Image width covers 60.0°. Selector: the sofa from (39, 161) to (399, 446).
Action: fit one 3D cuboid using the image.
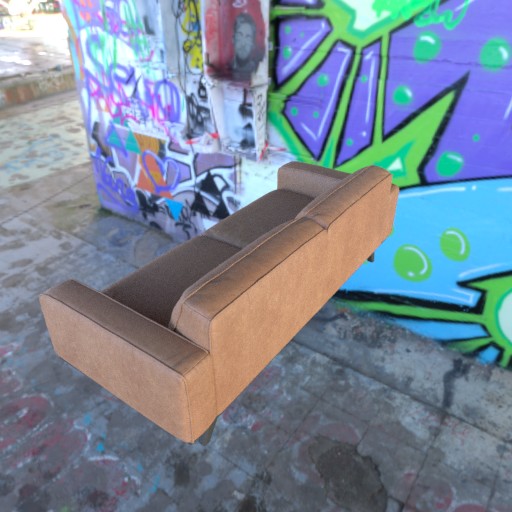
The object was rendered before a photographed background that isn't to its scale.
[{"bbox_3d":[0.000,0.000,2.719,0.953,0.780,2.270,21,37,30],"label":"sofa"}]
